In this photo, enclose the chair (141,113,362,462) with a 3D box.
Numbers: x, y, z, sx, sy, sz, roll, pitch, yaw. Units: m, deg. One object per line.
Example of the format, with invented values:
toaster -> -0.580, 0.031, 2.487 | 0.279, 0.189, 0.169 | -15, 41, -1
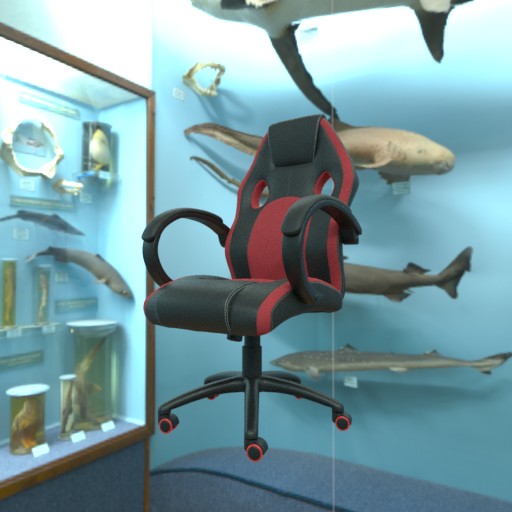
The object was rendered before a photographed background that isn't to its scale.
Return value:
chair -> 0.000, 0.000, 1.629 | 0.673, 1.187, 0.724 | -1, -1, 35
